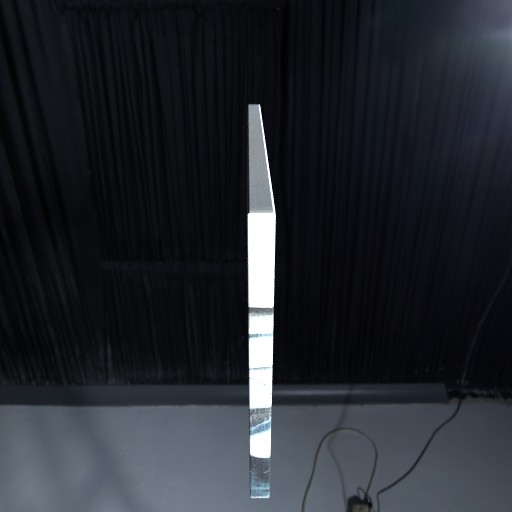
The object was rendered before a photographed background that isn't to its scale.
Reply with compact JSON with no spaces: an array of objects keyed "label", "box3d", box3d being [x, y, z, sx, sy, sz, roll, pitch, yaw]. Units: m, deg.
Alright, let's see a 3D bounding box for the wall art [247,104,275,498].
[{"label":"wall art","box3d":[0.000,0.000,1.145,0.039,0.609,0.914,0,28,-1]}]
